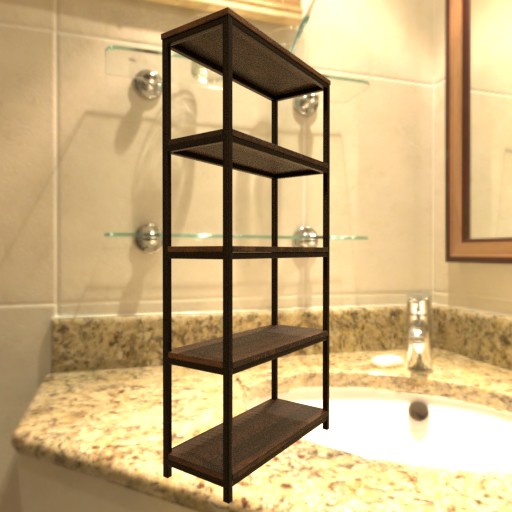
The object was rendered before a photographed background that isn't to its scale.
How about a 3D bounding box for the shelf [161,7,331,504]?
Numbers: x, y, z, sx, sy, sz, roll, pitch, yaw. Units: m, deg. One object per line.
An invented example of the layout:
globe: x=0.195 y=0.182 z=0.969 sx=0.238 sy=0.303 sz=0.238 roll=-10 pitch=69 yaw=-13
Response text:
shelf: x=0.000 y=0.000 z=2.118 sx=0.359 sy=1.860 sz=0.874 roll=0 pitch=1 yaw=35
